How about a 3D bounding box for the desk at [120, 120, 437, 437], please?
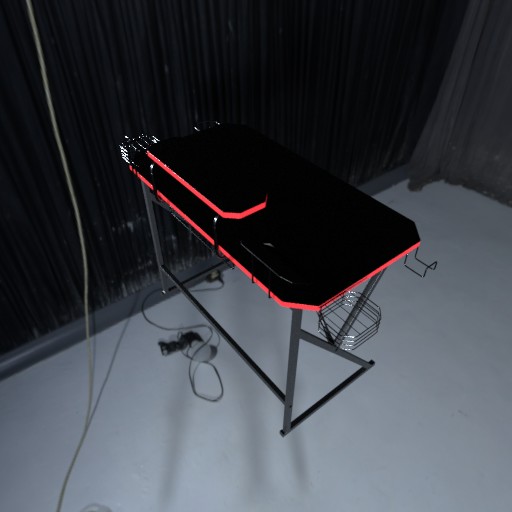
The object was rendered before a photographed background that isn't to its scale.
[{"bbox_3d":[0.000,0.000,1.730,0.588,0.913,1.280,-28,49,-27],"label":"desk"}]
